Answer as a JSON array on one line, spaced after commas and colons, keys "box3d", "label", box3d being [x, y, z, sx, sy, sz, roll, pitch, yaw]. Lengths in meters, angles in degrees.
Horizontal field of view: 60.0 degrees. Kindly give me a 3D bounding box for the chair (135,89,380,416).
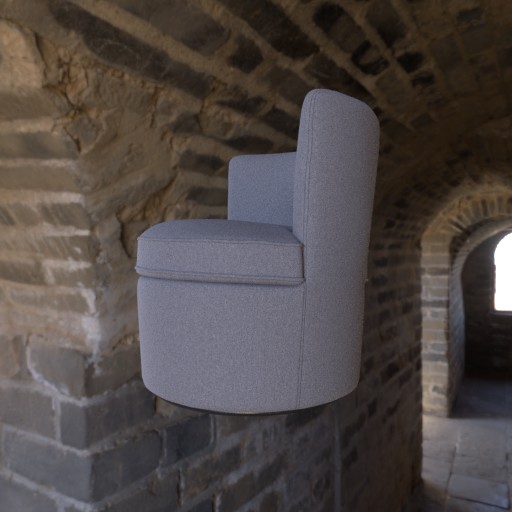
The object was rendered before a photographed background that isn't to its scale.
[{"box3d": [0.000, 0.000, 1.249, 0.660, 0.719, 0.689, 0, 0, -18], "label": "chair"}]
